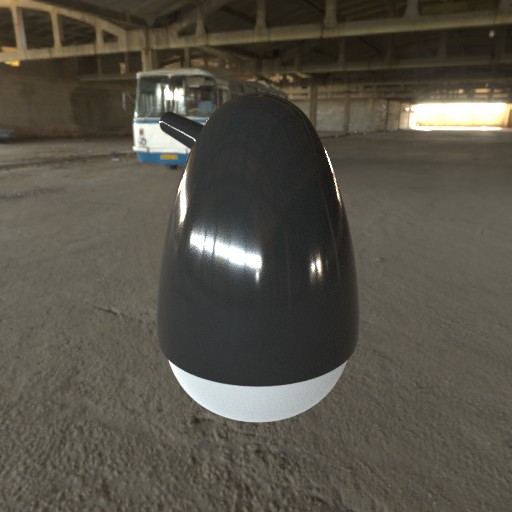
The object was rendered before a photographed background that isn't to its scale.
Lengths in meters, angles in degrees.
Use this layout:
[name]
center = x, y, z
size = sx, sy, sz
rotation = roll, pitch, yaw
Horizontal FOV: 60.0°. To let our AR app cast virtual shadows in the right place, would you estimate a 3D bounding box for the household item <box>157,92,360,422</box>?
[household item]
center = 0.000, 0.000, 0.219
size = 0.104, 0.152, 0.102
rotation = 8, 19, 25
